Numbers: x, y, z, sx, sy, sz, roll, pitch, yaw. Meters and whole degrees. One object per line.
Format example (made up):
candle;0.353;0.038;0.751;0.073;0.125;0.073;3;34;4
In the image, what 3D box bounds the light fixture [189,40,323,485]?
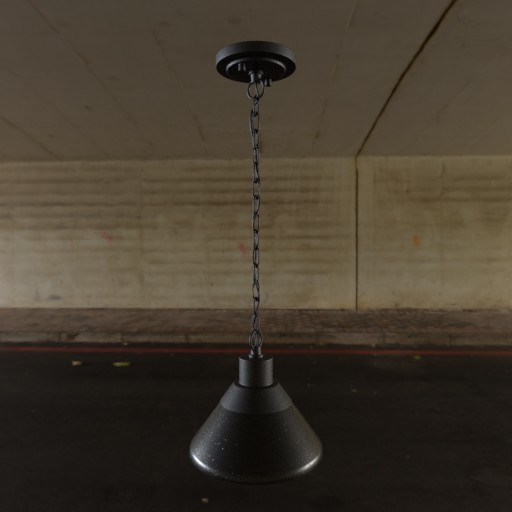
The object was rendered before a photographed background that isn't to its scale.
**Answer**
light fixture;0.000;0.000;0.668;0.201;0.588;0.201;1;1;34
